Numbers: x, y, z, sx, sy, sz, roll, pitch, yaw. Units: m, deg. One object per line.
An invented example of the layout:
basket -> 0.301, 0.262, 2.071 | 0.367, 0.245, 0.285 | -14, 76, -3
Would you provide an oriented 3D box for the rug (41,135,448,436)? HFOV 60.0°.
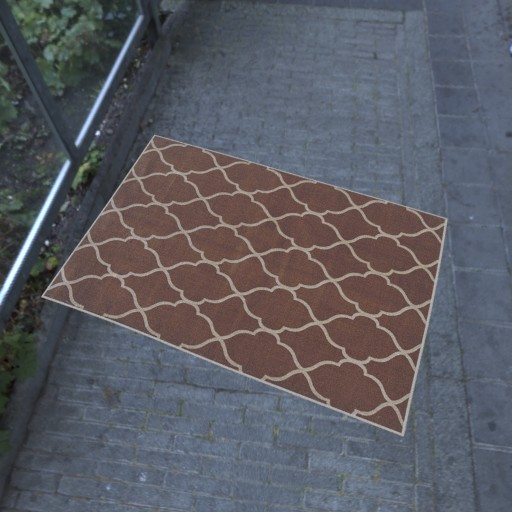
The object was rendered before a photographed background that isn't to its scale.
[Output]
rug -> 0.000, 0.000, 2.925 | 2.294, 0.014, 1.528 | 18, 61, 11
